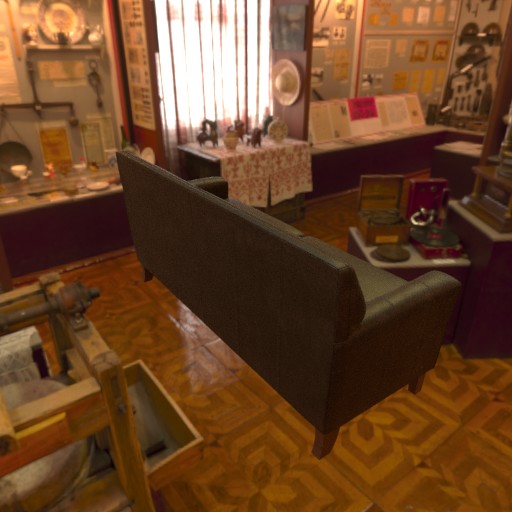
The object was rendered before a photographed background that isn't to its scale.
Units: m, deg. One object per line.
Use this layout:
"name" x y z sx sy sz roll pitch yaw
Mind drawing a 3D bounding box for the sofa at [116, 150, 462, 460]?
"sofa" 0.000 0.000 2.538 0.805 0.947 2.053 -17 31 -31
